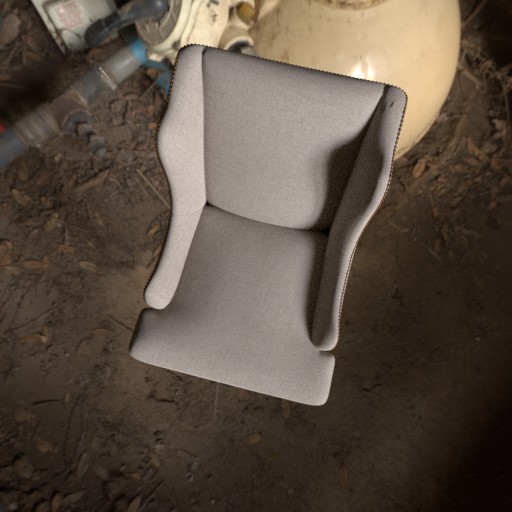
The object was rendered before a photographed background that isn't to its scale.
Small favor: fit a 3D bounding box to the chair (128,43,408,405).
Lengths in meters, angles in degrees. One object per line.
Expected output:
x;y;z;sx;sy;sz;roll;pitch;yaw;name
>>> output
0.000;0.000;1.644;0.737;1.029;0.940;14;76;4;chair
